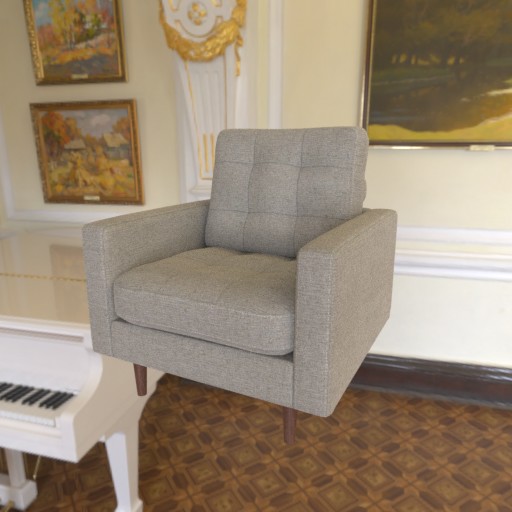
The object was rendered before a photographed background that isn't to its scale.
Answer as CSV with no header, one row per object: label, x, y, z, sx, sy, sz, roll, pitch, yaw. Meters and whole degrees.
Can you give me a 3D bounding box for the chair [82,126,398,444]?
chair,0.000,0.000,1.549,0.821,0.880,0.843,7,15,26
